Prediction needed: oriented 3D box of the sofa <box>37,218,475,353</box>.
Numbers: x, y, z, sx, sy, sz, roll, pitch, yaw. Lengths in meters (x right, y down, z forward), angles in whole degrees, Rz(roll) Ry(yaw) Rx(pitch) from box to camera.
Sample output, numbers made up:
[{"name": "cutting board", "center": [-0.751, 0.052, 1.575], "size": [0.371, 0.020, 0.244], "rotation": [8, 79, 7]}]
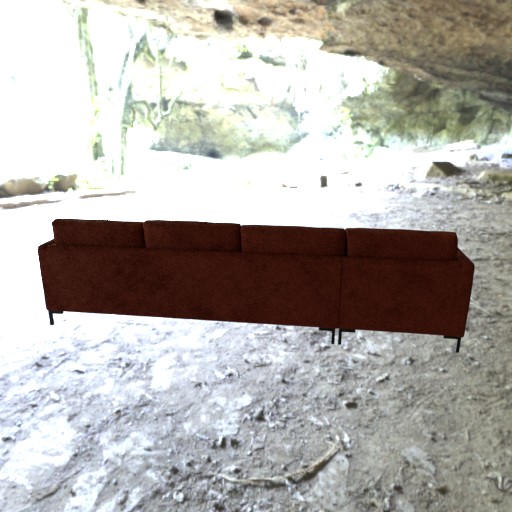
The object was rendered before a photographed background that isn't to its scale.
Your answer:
[{"name": "sofa", "center": [0.000, 0.000, 2.990], "size": [2.467, 0.663, 1.136], "rotation": [2, 18, 8]}]
